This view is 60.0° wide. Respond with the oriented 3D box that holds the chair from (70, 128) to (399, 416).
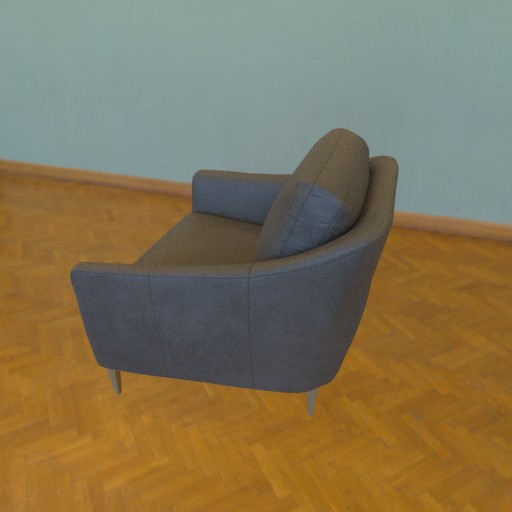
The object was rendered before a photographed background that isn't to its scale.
[{"bbox_3d":[0.000,0.000,1.734,0.961,0.901,0.988,9,31,15],"label":"chair"}]
